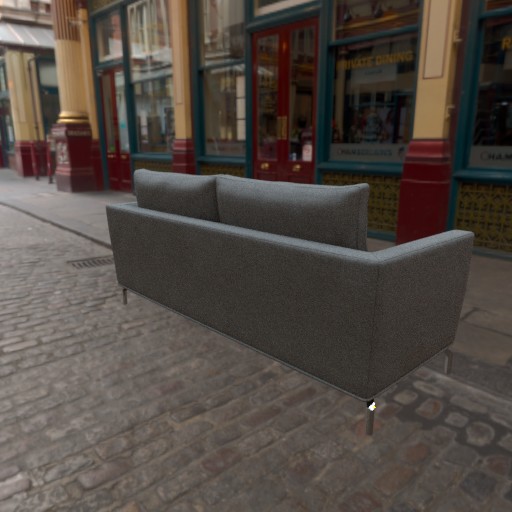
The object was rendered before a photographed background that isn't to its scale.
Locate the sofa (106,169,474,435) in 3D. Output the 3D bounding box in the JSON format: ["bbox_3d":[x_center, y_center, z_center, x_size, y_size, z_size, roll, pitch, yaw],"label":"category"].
[{"bbox_3d":[0.000,0.000,2.687,0.869,1.002,2.212,-13,19,-42],"label":"sofa"}]
